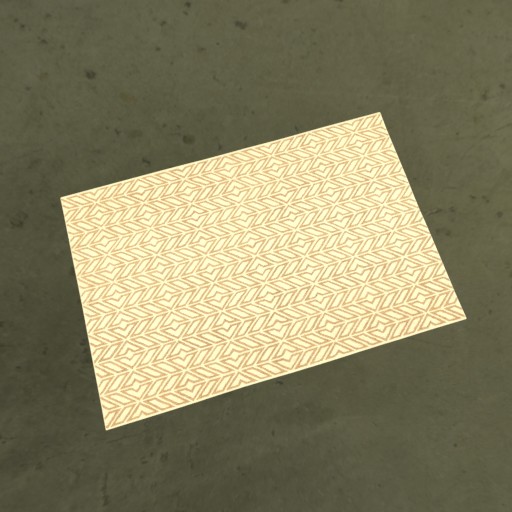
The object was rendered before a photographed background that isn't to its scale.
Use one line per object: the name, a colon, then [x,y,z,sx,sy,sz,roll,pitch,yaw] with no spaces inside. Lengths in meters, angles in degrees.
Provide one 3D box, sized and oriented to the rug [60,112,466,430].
rug: [0.000,0.000,2.294,1.828,0.007,1.220,-16,75,-4]
